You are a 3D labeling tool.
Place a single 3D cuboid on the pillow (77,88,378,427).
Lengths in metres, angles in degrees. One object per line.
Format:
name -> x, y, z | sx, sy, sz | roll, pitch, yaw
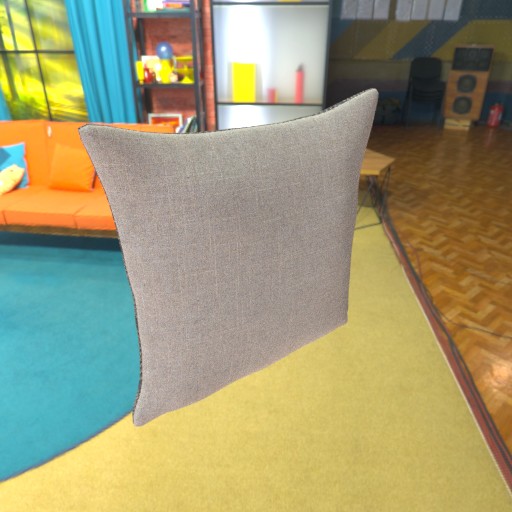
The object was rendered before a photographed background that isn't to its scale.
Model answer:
pillow -> 0.000, 0.000, 0.649 | 0.435, 0.432, 0.138 | -19, 34, -31
